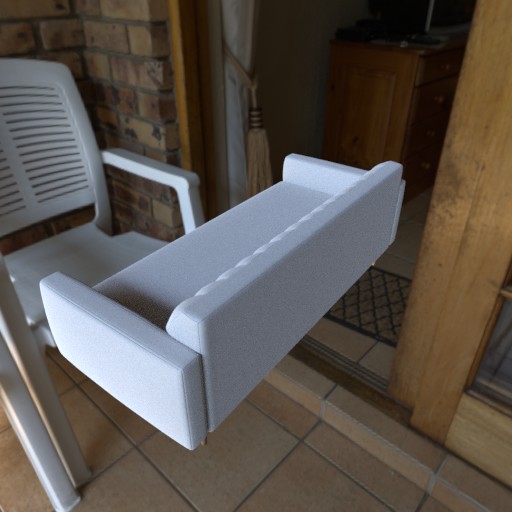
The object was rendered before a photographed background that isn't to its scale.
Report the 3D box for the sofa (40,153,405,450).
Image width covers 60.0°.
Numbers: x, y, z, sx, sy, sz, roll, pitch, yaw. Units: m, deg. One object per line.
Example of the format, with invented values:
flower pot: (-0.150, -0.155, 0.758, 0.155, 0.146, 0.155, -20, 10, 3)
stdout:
sofa: (0.000, 0.000, 2.736, 0.990, 0.821, 2.291, 22, 38, 30)
